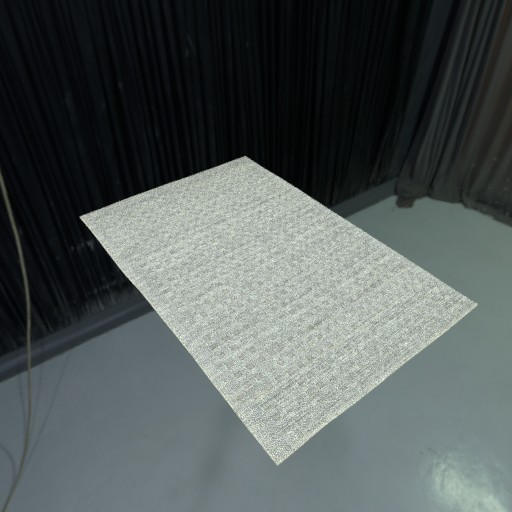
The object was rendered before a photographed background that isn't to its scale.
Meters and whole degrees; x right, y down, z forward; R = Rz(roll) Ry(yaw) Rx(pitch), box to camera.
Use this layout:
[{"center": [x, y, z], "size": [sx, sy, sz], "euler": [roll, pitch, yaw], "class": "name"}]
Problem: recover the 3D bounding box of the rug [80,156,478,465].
[{"center": [0.000, 0.000, 2.942], "size": [1.532, 0.018, 2.297], "euler": [-27, 47, -28], "class": "rug"}]
